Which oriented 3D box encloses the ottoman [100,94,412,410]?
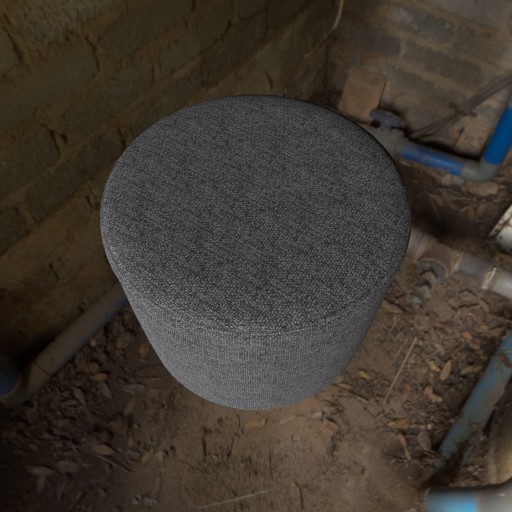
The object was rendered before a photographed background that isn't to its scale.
[{"bbox_3d":[0.000,0.000,0.899,0.520,0.430,0.520,0,57,0],"label":"ottoman"}]
